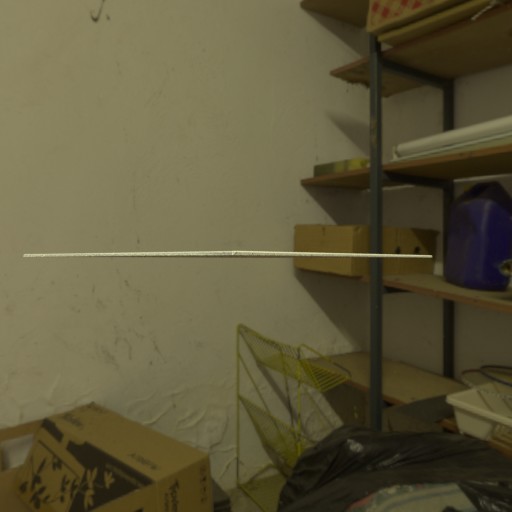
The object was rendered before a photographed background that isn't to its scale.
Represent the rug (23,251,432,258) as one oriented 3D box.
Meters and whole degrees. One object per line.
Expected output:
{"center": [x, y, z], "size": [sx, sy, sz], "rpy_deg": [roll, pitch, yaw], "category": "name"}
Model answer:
{"center": [0.000, 0.000, 2.243], "size": [1.217, 0.011, 1.747], "rpy_deg": [0, -1, 38], "category": "rug"}
